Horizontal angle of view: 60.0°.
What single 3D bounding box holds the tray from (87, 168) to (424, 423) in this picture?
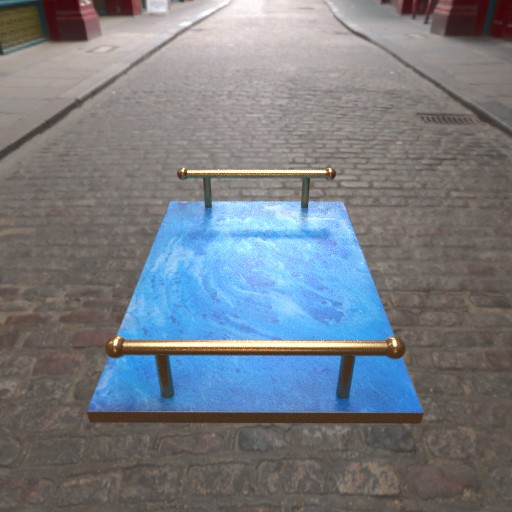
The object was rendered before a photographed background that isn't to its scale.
[{"bbox_3d":[0.000,0.000,0.571,0.304,0.084,0.444,0,32,0],"label":"tray"}]
